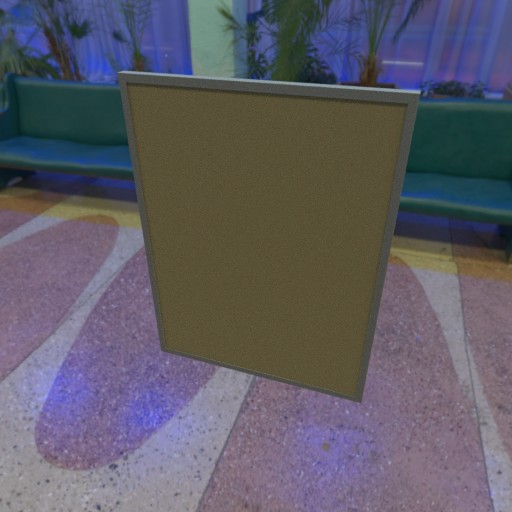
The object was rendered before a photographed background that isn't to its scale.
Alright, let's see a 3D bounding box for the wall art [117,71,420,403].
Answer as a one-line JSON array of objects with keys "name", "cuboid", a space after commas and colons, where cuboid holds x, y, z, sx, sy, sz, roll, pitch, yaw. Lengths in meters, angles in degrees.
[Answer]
[{"name": "wall art", "cuboid": [0.000, 0.000, 1.393, 0.789, 1.042, 0.034, 10, 34, 16]}]
